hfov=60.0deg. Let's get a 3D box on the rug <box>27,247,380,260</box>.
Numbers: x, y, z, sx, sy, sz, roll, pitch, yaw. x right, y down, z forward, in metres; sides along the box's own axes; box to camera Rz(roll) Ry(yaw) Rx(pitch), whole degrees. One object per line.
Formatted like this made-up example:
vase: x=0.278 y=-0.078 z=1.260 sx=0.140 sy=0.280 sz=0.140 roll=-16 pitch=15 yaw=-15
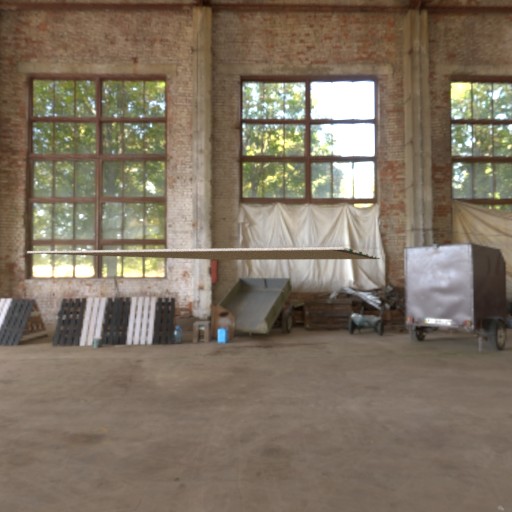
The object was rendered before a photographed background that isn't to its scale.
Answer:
rug: x=0.000 y=0.000 z=3.045 sx=1.521 sy=0.015 sz=2.436 roll=0 pitch=-1 yaw=19
